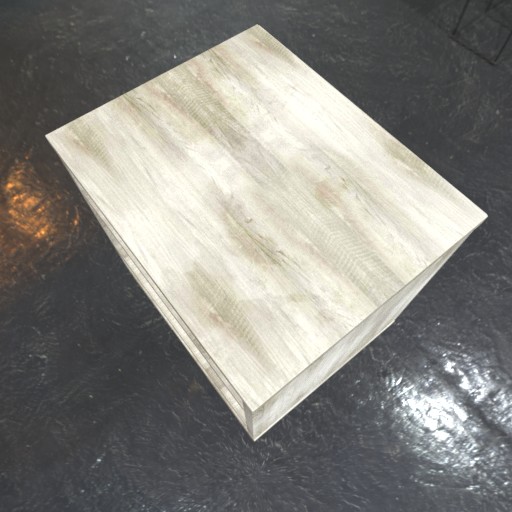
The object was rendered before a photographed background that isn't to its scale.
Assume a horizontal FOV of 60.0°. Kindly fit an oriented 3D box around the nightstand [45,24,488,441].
[{"bbox_3d":[0.000,0.000,0.736,0.347,0.448,0.427,-35,69,-16],"label":"nightstand"}]
